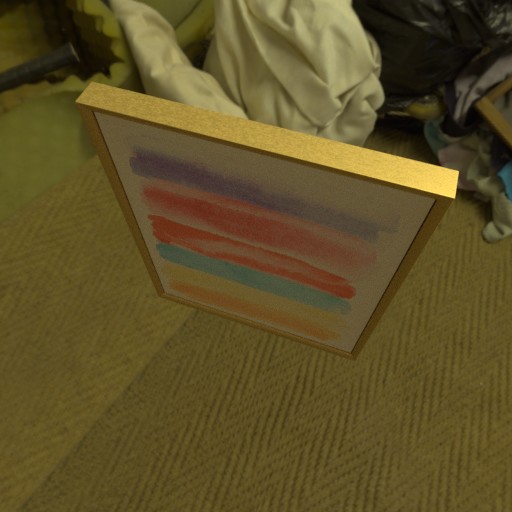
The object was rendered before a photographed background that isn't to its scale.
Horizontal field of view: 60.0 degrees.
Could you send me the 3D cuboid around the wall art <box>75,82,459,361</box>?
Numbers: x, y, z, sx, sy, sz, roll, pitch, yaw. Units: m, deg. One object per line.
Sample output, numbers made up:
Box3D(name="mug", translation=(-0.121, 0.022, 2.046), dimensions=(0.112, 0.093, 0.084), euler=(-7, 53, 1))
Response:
Box3D(name="wall art", translation=(0.000, 0.000, 0.879), dimensions=(0.537, 0.642, 0.048), euler=(17, 60, 10))
